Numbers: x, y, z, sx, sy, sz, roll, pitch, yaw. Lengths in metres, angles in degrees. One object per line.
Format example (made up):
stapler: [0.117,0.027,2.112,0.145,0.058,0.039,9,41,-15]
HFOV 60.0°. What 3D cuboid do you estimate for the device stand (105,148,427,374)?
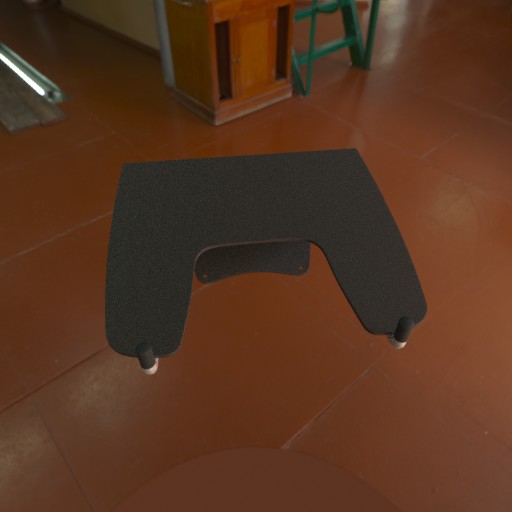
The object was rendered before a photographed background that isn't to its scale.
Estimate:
device stand: [0.000,0.000,0.369,0.230,0.092,0.230,-5,45,-5]
